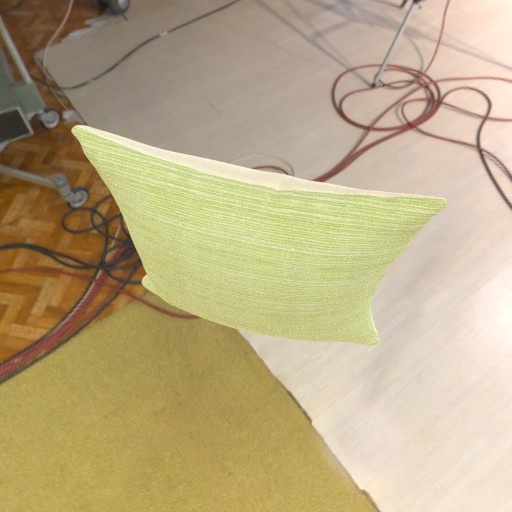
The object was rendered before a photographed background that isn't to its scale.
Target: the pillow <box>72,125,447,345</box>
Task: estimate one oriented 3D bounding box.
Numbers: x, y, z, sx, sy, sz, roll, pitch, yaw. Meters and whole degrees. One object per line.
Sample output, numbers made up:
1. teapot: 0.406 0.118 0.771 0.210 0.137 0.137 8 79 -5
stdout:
1. pillow: 0.000 0.000 0.809 0.560 0.487 0.229 13 59 8
